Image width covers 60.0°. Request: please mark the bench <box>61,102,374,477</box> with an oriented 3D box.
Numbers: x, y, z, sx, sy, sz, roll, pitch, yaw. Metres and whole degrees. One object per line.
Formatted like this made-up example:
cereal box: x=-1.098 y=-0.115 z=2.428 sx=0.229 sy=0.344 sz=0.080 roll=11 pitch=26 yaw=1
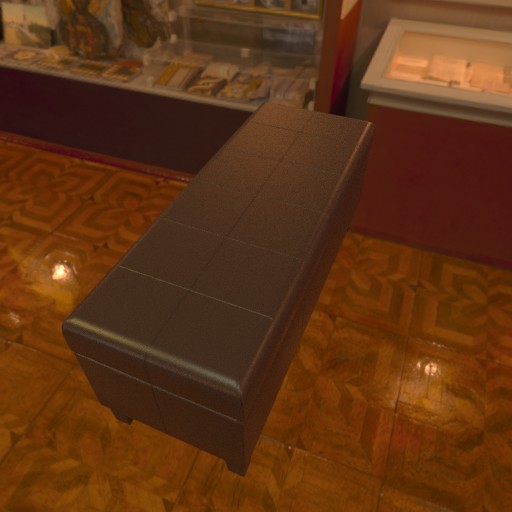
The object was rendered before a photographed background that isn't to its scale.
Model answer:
bench: x=0.000 y=0.000 z=1.350 sx=0.429 sy=0.457 sz=1.092 roll=17 pitch=47 yaw=16
